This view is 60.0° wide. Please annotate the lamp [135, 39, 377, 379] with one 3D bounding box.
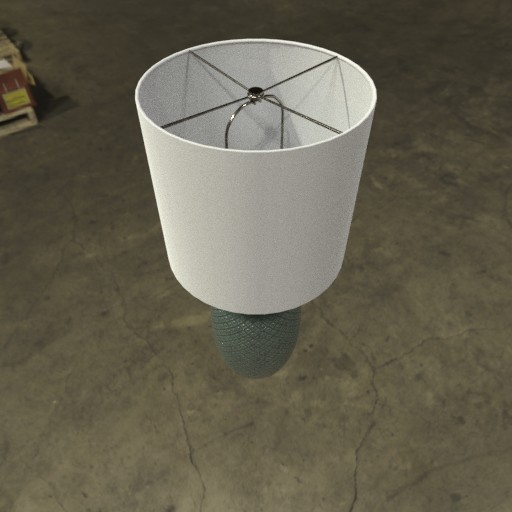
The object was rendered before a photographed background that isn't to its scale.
[{"bbox_3d":[0.000,0.000,0.567,0.217,0.453,0.217,-32,54,-27],"label":"lamp"}]
